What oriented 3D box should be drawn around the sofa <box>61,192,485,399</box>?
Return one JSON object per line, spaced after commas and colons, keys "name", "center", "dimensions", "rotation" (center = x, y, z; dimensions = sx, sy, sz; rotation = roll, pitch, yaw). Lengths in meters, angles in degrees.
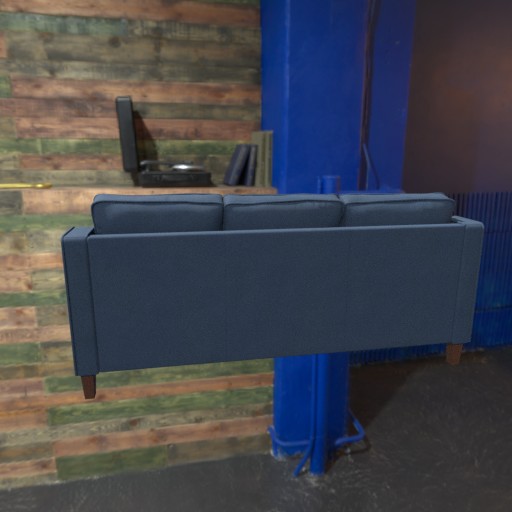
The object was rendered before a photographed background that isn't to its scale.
{"name": "sofa", "center": [0.000, 0.000, 3.281], "dimensions": [2.317, 1.066, 1.858], "rotation": [-2, 13, -10]}
